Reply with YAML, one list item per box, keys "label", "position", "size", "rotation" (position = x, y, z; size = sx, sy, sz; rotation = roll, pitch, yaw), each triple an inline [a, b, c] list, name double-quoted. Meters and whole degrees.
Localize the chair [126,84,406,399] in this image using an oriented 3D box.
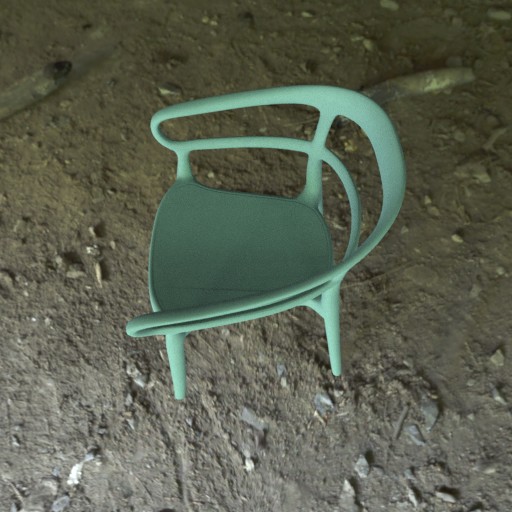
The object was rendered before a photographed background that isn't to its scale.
- label: "chair"
  position: [0.000, 0.000, 1.124]
  size: [0.527, 0.761, 0.559]
  rotation: [-2, 59, -1]
